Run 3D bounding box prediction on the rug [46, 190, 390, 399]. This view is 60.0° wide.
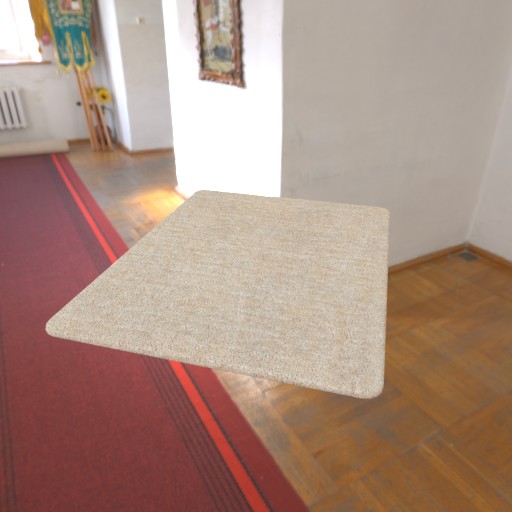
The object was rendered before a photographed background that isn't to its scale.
[{"bbox_3d":[0.000,0.000,3.492,2.009,0.048,2.528,8,29,14],"label":"rug"}]
